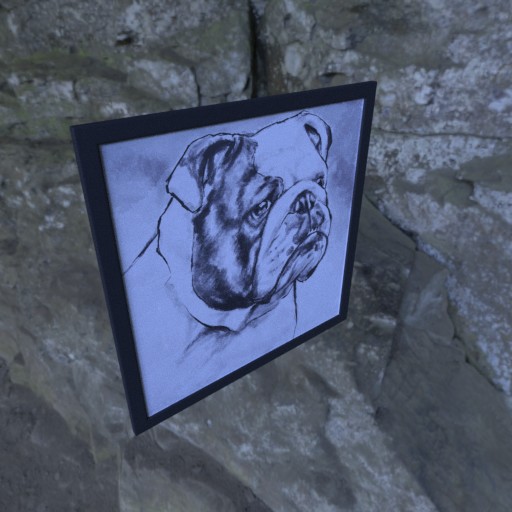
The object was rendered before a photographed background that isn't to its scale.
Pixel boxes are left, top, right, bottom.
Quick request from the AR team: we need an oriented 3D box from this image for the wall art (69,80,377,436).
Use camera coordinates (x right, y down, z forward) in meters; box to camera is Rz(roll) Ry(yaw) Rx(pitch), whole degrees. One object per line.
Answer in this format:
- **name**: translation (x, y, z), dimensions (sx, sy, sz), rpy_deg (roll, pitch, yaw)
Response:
- **wall art**: translation (0.000, 0.000, 0.821), dimensions (0.562, 0.558, 0.012), rpy_deg (-21, 36, -32)
